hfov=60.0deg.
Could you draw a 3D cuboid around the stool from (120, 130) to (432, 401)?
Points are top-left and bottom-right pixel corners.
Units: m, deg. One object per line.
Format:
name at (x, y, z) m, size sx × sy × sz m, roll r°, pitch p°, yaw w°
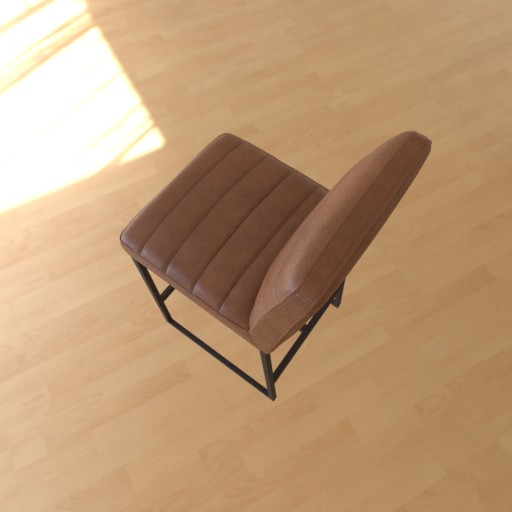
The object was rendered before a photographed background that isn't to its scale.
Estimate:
stool at (0.000, 0.000, 1.243) m, size 0.556 × 0.940 × 0.458 m, roll 33°, pitch 67°, yaw 16°
